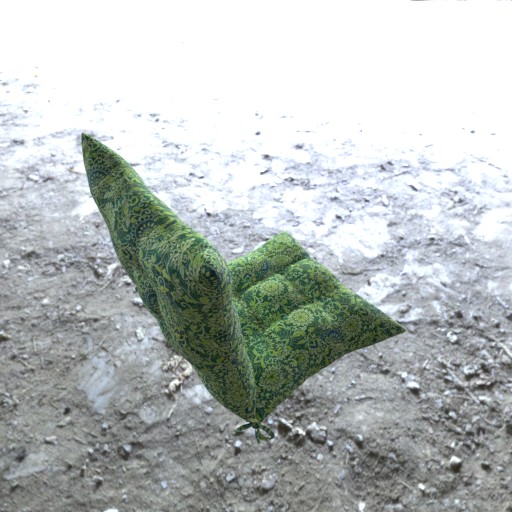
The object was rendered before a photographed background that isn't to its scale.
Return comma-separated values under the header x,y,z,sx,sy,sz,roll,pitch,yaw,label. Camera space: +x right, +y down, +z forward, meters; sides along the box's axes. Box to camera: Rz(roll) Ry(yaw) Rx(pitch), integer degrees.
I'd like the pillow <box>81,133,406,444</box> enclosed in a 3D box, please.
x,y,z,sx,sy,sz,roll,pitch,yaw,label
0.000,0.000,1.006,0.585,0.536,0.541,-24,46,-26,pillow
